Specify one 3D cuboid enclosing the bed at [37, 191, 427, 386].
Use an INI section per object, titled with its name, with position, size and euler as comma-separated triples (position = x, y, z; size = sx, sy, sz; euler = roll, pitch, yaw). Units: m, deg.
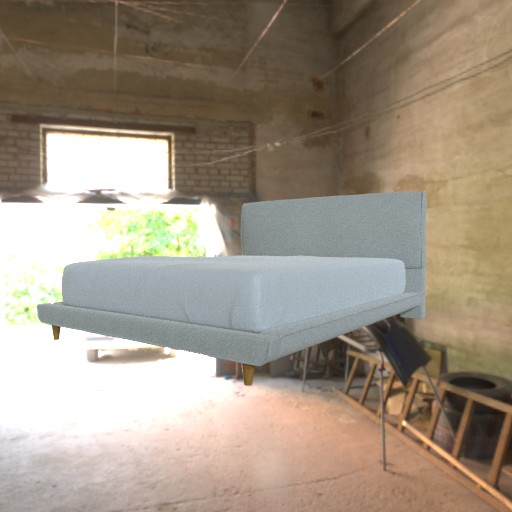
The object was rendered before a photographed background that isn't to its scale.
[bed]
position = 0.000, 0.000, 3.503
size = 1.980, 1.126, 2.498
euler = 1, 2, 36
